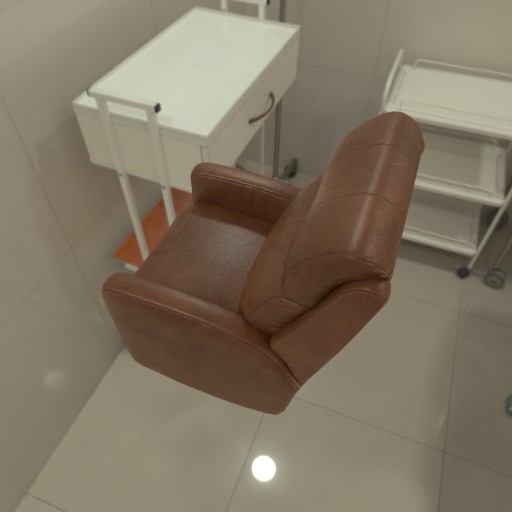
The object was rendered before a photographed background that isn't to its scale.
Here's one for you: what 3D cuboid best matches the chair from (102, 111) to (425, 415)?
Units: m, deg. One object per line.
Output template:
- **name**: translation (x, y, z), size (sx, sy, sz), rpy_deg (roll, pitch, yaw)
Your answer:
- **chair**: translation (0.000, 0.000, 1.664), size (0.939, 1.016, 0.787), rpy_deg (16, 51, 14)
